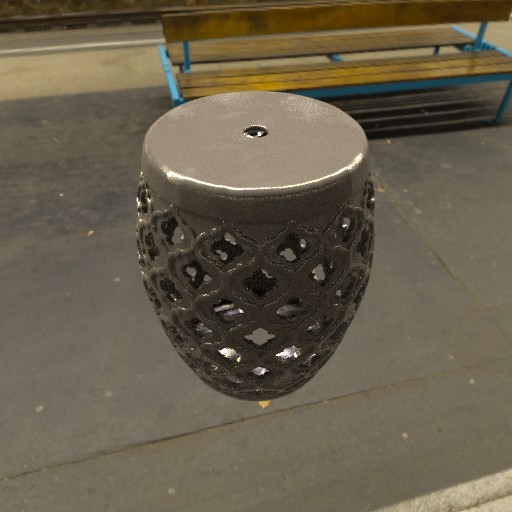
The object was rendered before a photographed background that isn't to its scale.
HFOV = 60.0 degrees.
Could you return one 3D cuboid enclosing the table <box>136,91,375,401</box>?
[{"bbox_3d":[0.000,0.000,0.645,0.325,0.388,0.325,0,41,0],"label":"table"}]
